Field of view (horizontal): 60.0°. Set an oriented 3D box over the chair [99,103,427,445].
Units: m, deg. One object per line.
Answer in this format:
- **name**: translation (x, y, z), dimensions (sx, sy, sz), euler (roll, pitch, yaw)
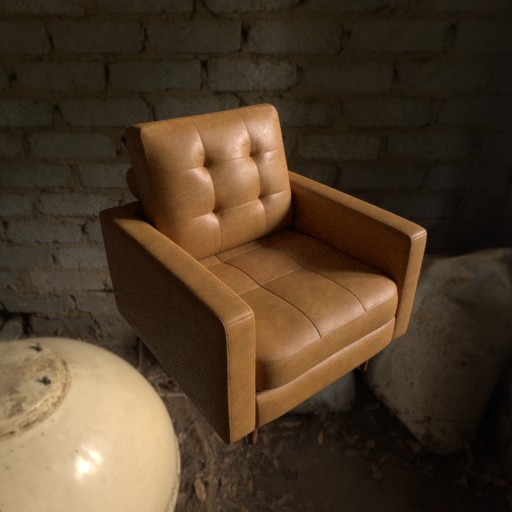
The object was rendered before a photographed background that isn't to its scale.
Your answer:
- **chair**: translation (0.000, 0.000, 1.563), dimensions (0.831, 0.896, 0.868), euler (-21, 36, -32)
